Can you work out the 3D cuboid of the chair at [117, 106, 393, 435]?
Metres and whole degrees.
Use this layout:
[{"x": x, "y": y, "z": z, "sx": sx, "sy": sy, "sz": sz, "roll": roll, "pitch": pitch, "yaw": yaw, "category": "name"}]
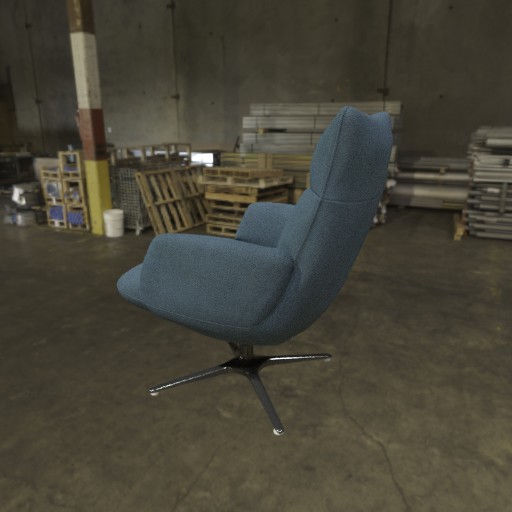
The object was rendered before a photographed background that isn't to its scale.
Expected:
[{"x": 0.000, "y": 0.000, "z": 1.631, "sx": 0.889, "sy": 1.016, "sz": 0.711, "roll": 8, "pitch": 18, "yaw": 25, "category": "chair"}]
